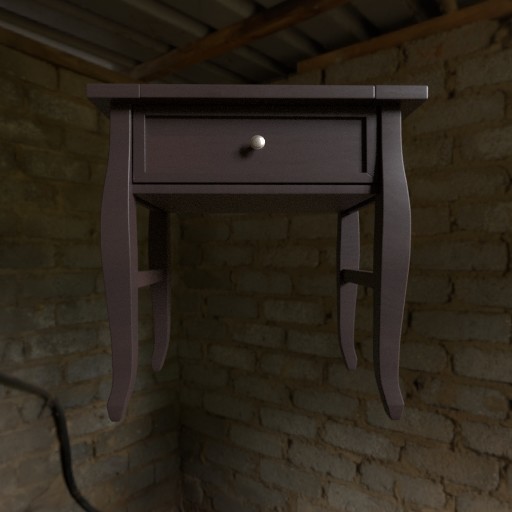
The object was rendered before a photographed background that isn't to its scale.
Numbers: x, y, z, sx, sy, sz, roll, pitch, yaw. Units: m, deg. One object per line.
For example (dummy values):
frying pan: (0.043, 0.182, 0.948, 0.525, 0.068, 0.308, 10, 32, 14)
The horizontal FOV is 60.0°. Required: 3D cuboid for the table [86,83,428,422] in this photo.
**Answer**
table: (0.000, 0.000, 1.009, 0.602, 0.605, 0.460, 0, 0, -1)
